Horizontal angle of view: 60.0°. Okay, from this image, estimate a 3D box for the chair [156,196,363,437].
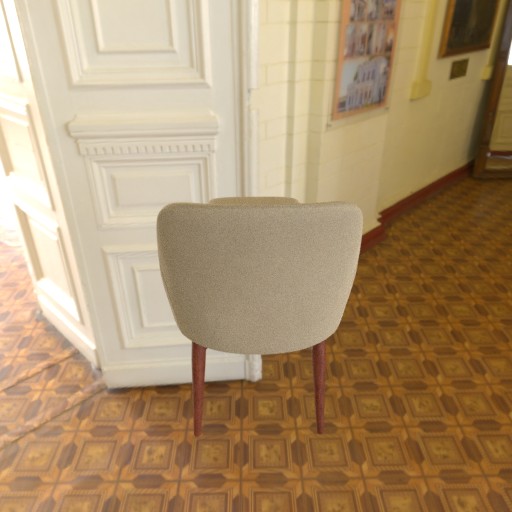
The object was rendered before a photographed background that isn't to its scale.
[{"bbox_3d":[0.000,0.000,1.633,0.584,0.866,1.114,-1,29,-1],"label":"chair"}]
